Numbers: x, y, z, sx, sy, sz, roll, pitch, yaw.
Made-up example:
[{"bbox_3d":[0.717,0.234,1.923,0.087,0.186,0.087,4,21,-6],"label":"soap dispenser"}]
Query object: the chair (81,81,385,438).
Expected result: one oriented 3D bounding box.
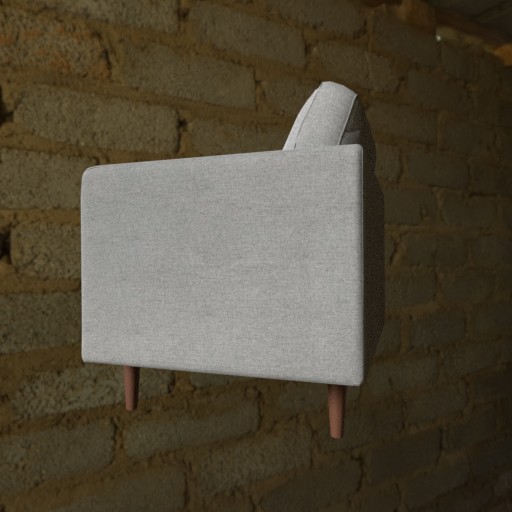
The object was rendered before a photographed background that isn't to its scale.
[{"bbox_3d":[0.000,0.000,1.492,0.800,0.927,0.855,0,1,19],"label":"chair"}]
